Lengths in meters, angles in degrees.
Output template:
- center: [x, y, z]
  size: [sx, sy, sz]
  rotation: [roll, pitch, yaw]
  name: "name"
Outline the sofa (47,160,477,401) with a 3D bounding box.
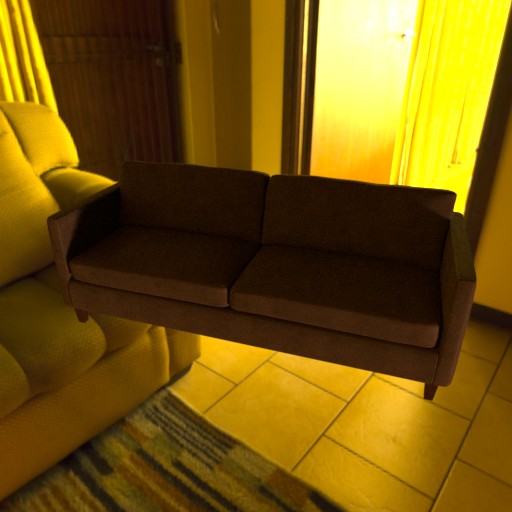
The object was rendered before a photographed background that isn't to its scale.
- center: [0.000, 0.000, 2.839]
  size: [2.434, 0.965, 0.951]
  rotation: [9, 28, 17]
  name: "sofa"
